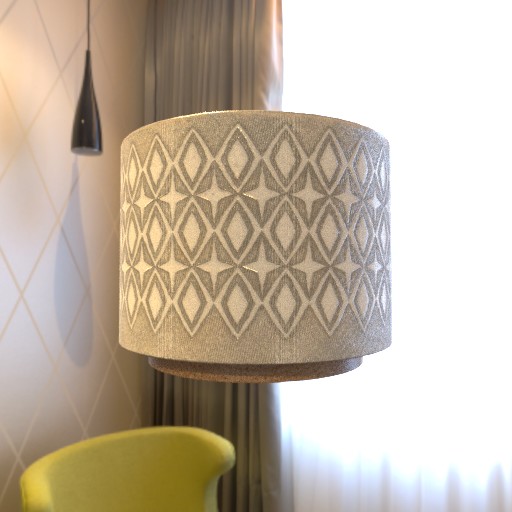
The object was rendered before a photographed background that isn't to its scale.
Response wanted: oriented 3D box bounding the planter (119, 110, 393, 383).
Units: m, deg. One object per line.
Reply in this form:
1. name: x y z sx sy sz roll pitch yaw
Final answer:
1. planter: 0.000 0.000 0.317 0.186 0.144 0.186 0 -2 0
